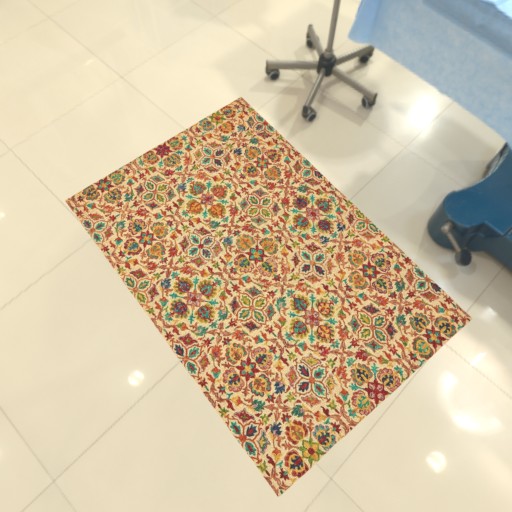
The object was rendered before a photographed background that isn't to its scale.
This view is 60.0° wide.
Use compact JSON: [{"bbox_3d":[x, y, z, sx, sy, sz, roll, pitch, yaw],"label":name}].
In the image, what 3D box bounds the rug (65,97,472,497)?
[{"bbox_3d":[0.000,0.000,2.294,1.226,0.013,1.838,-36,70,-16],"label":"rug"}]
